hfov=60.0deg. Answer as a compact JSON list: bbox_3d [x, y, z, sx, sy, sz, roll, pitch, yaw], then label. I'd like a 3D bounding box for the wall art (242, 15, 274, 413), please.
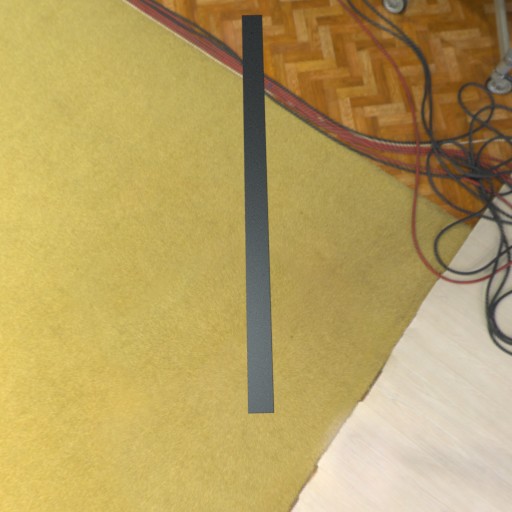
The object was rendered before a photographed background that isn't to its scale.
[{"bbox_3d":[0.000,0.000,0.532,0.018,0.397,0.325,-1,75,0],"label":"wall art"}]
